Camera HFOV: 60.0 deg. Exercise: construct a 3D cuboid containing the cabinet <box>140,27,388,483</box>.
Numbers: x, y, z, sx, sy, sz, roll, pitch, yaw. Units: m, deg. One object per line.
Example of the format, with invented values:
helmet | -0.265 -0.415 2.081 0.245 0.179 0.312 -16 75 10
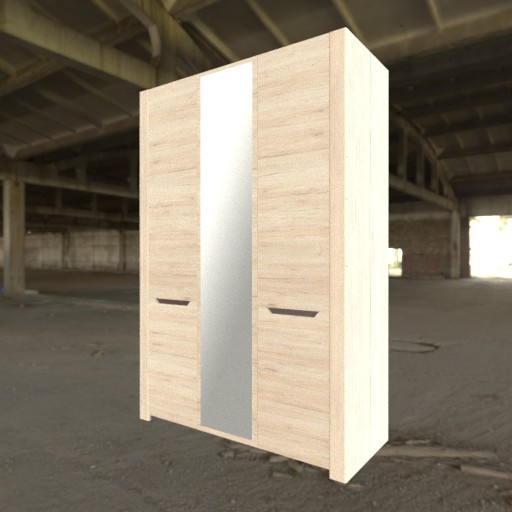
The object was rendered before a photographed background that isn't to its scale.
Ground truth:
cabinet | 0.000 0.000 2.641 1.400 2.070 0.580 0 0 35
